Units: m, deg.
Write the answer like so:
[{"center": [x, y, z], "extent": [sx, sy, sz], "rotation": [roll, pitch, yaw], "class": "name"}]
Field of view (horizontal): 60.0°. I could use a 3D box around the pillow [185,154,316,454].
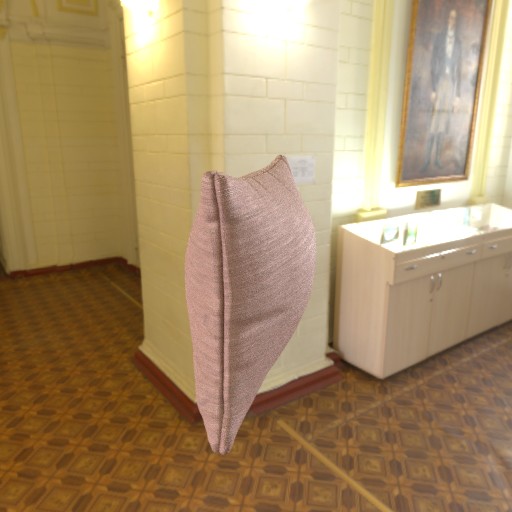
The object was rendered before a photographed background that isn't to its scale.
[{"center": [0.000, 0.000, 0.793], "extent": [0.210, 0.338, 0.633], "rotation": [2, 15, 10], "class": "pillow"}]
